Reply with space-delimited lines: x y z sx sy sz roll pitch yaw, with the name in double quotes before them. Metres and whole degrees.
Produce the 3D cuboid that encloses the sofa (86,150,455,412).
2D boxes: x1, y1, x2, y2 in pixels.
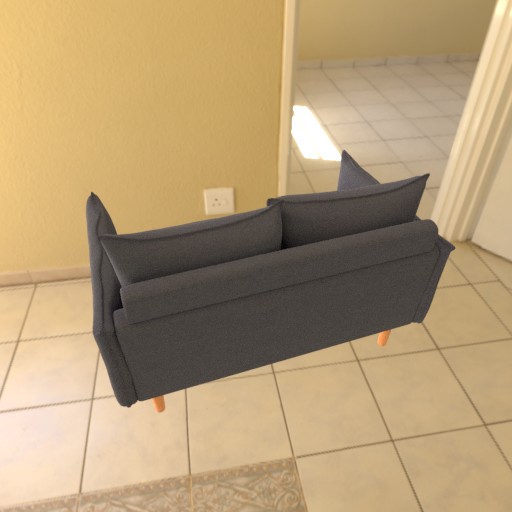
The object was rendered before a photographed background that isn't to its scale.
"sofa" 0.000 0.000 1.873 1.300 0.840 0.820 -12 41 -15
